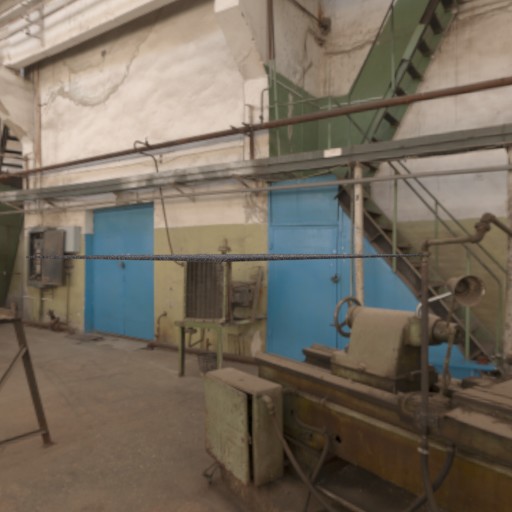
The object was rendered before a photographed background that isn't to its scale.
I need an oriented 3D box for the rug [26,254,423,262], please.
[{"bbox_3d":[0.000,0.000,2.237,1.139,0.010,1.754,0,1,37],"label":"rug"}]
